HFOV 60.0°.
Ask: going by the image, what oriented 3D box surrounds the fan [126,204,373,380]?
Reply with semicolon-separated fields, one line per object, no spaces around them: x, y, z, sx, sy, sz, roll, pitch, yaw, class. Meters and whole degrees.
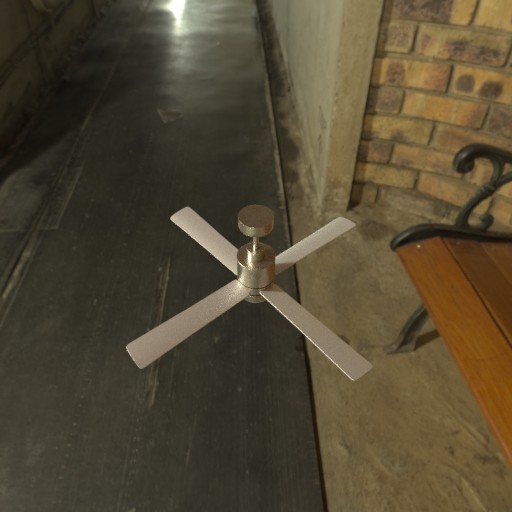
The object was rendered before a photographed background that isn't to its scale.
0.000;0.000;2.299;1.525;0.539;1.525;-31;53;-27;fan
